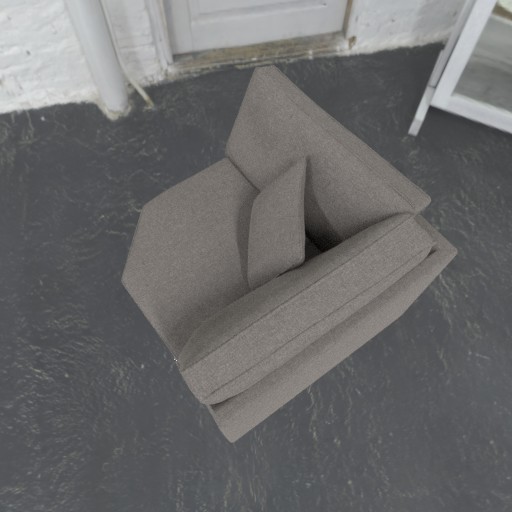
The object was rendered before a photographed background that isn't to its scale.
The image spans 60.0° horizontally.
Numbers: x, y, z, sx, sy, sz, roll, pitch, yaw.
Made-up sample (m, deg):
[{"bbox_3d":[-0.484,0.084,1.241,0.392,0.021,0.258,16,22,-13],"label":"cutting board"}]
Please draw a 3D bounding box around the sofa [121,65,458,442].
[{"bbox_3d":[0.000,0.000,1.885,1.042,0.951,1.050,-33,68,-15],"label":"sofa"}]
